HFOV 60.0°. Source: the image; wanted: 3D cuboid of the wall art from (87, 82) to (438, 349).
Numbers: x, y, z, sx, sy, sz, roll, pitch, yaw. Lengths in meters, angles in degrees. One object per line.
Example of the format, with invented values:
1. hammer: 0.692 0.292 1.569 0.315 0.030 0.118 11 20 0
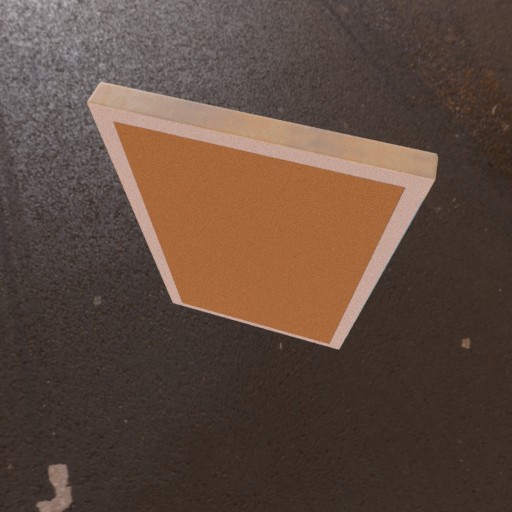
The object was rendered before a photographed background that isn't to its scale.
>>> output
1. wall art: 0.000 0.000 0.764 0.401 0.610 0.038 15 63 8
